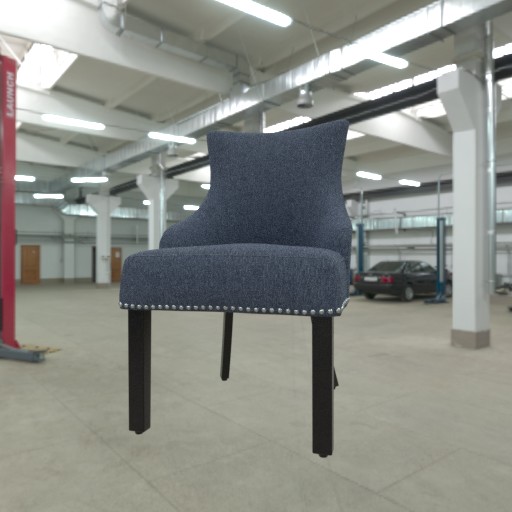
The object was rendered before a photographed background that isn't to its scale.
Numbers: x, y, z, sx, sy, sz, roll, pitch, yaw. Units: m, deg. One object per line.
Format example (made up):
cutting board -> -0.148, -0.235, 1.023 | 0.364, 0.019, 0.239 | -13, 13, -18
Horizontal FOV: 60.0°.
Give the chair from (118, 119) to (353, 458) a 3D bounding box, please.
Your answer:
chair -> 0.000, 0.000, 1.318 | 0.566, 0.909, 0.629 | 0, 0, 16
